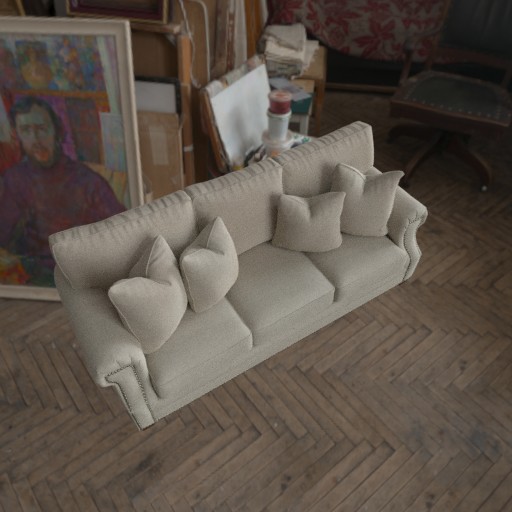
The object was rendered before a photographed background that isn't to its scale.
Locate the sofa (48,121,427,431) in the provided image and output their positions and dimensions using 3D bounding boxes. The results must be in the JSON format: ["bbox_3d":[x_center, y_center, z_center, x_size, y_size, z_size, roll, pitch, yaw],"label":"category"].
[{"bbox_3d":[0.000,0.000,2.844,2.312,0.975,0.965,-25,52,-21],"label":"sofa"}]
